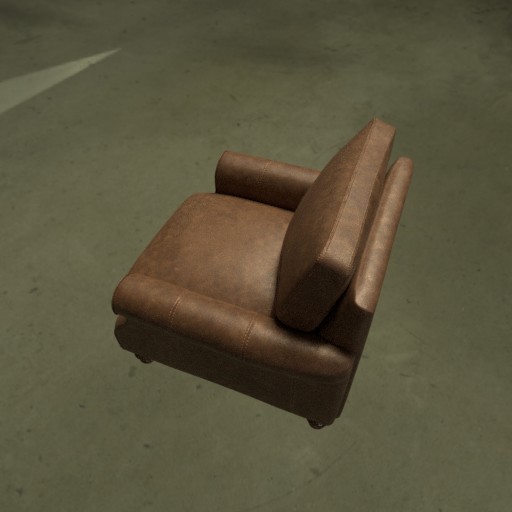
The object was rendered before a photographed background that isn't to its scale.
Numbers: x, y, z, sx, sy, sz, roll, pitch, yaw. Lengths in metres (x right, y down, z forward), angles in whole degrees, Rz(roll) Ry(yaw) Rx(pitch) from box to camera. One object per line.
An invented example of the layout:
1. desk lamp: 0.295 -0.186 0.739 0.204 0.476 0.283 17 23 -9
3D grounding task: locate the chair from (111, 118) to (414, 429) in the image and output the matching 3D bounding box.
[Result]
1. chair: 0.000 0.000 1.802 1.002 0.976 0.996 16 49 15
